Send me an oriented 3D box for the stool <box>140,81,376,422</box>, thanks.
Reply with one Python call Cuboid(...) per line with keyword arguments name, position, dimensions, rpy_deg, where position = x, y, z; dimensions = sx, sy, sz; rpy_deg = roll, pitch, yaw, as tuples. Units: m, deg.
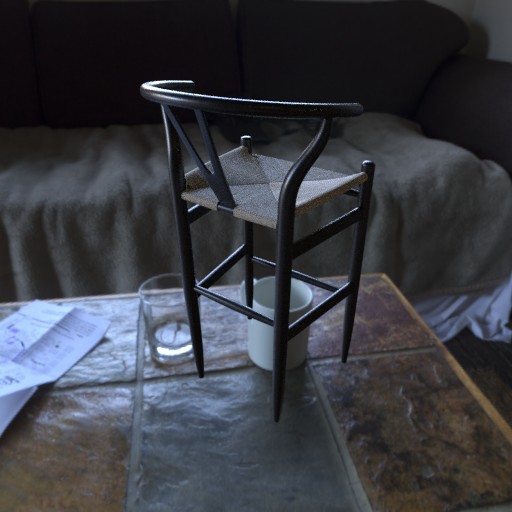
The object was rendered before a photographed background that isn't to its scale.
Cuboid(name="stool", position=(0.000, 0.000, 1.408), dimensions=(0.569, 1.072, 0.579), rpy_deg=(20, 36, 30))
